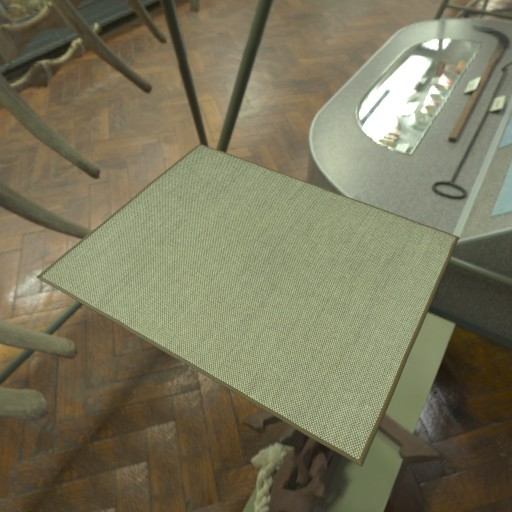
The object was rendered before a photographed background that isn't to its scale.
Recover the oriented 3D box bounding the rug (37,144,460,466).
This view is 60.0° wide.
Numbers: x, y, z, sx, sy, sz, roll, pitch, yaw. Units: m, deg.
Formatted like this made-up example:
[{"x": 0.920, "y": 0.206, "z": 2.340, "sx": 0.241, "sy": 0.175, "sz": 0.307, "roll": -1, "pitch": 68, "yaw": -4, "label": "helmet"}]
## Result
[{"x": 0.000, "y": 0.000, "z": 4.018, "sx": 3.041, "sy": 0.020, "sz": 2.413, "roll": 24, "pitch": 52, "yaw": 21, "label": "rug"}]
